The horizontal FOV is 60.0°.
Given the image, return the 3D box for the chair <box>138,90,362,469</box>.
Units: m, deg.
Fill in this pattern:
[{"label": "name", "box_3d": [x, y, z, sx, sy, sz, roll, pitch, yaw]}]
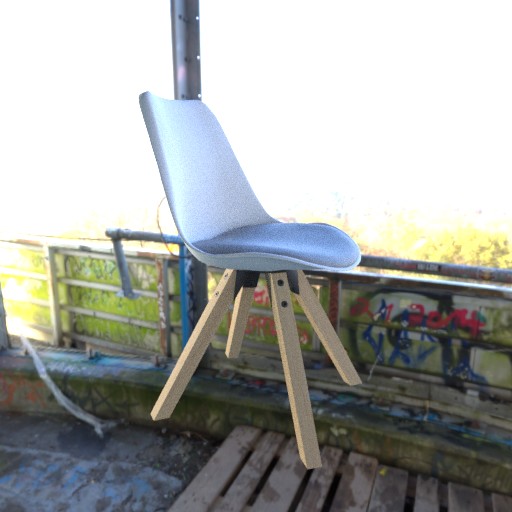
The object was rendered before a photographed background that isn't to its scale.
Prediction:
[{"label": "chair", "box_3d": [0.000, 0.000, 1.203, 0.550, 0.850, 0.485, 6, 14, 25]}]
